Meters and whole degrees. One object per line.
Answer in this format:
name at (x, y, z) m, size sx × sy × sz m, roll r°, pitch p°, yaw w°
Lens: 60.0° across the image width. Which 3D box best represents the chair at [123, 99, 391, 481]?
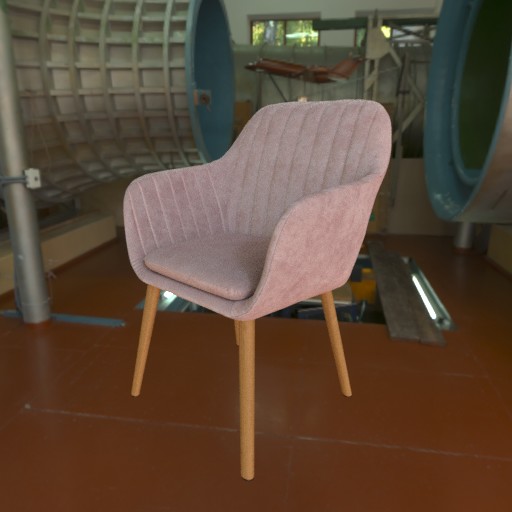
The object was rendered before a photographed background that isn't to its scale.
chair at (0.000, 0.000, 1.226) m, size 0.610 × 0.832 × 0.570 m, roll 15°, pitch 22°, yaw 41°
